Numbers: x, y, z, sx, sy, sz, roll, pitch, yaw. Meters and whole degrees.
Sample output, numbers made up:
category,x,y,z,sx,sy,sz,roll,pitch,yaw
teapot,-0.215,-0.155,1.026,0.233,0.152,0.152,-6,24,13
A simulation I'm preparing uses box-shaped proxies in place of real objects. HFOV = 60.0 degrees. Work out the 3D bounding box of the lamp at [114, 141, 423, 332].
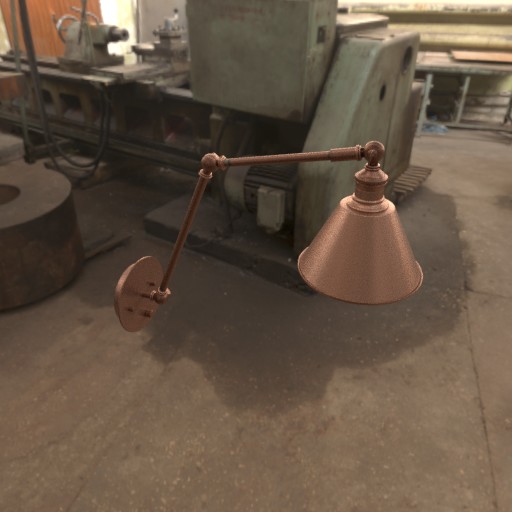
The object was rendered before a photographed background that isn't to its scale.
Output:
category,x,y,z,sx,sy,sz,roll,pitch,yaw
lamp,0.000,0.000,0.881,0.624,0.502,0.223,10,32,17
